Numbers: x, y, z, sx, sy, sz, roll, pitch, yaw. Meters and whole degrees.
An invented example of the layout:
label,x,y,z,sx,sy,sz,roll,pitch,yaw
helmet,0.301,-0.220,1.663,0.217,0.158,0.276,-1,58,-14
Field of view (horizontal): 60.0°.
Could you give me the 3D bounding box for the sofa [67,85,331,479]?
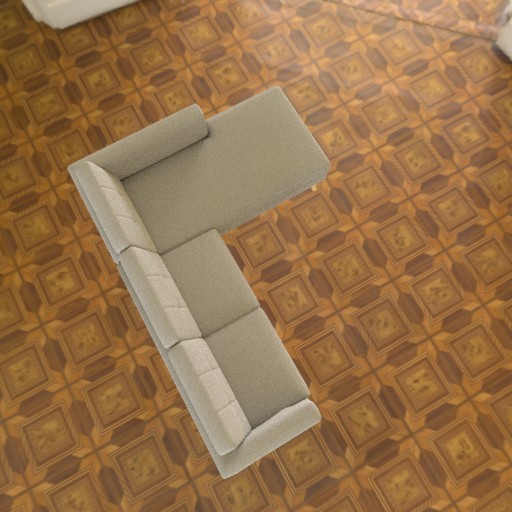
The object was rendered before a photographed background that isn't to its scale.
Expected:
label,x,y,z,sx,sy,sz,roll,pitch,yaw
sofa,0.000,0.000,2.841,1.530,0.860,2.040,-29,77,-7
